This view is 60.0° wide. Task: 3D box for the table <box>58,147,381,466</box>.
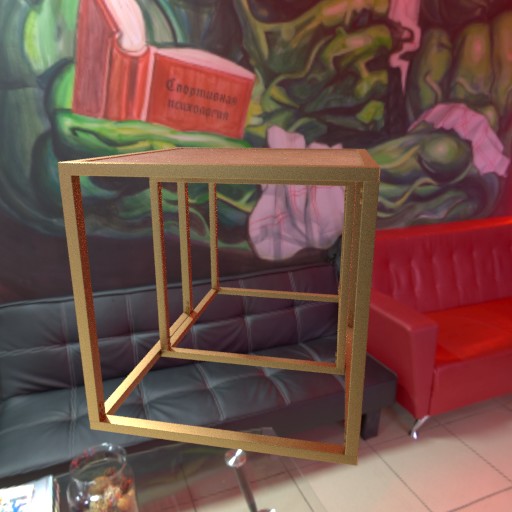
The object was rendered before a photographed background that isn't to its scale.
[{"bbox_3d":[0.000,0.000,1.094,0.505,0.505,0.762,3,17,10],"label":"table"}]
